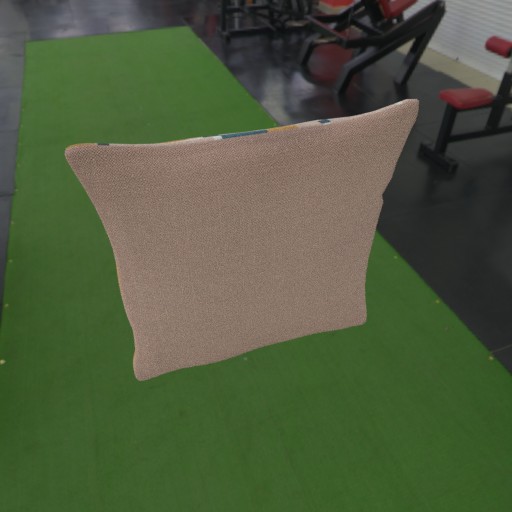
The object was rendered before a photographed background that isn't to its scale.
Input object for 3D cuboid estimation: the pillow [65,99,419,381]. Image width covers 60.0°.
[{"bbox_3d":[0.000,0.000,0.733,0.478,0.479,0.158,-12,42,-13],"label":"pillow"}]
